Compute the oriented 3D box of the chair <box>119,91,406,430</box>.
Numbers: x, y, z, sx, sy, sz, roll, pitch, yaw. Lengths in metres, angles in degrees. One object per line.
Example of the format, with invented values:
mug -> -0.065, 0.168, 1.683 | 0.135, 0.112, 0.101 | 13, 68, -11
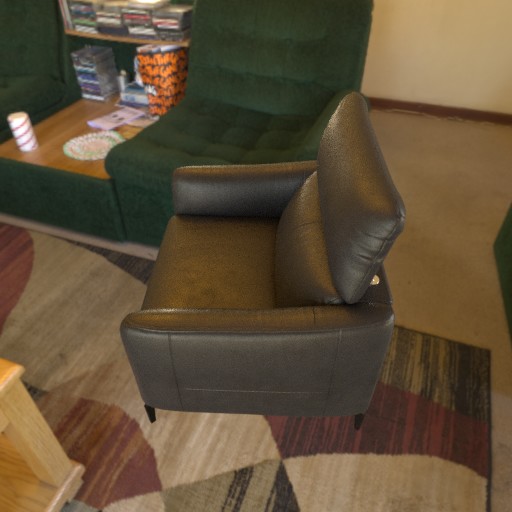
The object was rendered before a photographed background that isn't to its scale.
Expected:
chair -> 0.000, 0.000, 1.646 | 0.809, 0.949, 0.976 | 1, 41, 2
